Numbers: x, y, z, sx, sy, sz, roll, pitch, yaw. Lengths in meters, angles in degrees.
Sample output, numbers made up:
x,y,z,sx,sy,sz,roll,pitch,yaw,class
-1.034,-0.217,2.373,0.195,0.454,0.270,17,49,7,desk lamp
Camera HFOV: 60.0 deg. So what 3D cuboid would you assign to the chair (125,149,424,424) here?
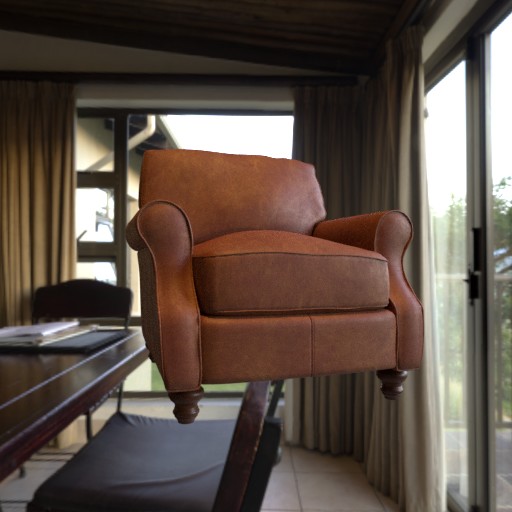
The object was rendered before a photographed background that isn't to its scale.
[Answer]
x,y,z,sx,sy,sz,roll,pitch,yaw,class
0.000,0.000,1.754,0.983,0.962,0.986,0,-1,-19,chair
